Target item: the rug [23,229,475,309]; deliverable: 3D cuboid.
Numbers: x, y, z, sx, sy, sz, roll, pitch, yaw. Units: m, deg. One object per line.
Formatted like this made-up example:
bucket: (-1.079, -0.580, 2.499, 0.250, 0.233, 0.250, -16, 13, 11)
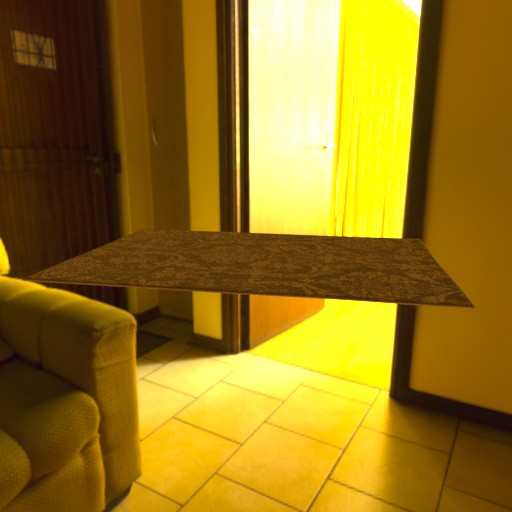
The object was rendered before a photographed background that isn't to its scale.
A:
rug: (0.000, 0.000, 2.320, 1.824, 0.012, 1.206, 3, 14, 10)
